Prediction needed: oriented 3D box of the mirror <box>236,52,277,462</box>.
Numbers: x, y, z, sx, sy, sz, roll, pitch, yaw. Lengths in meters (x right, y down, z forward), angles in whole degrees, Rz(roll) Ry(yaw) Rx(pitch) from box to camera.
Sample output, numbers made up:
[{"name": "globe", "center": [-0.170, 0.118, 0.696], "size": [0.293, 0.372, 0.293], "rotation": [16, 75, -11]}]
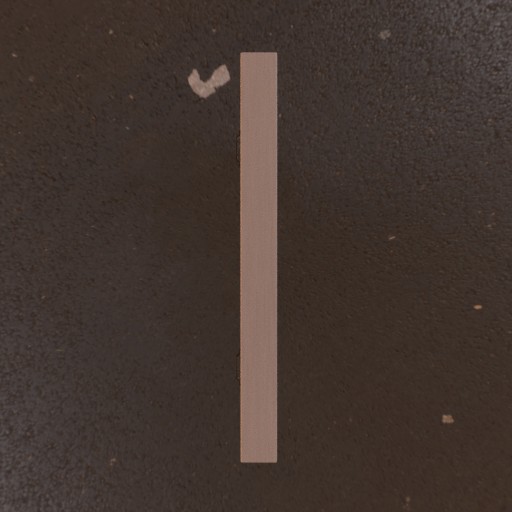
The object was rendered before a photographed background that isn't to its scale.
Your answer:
[{"name": "mirror", "center": [0.000, 0.000, 0.691], "size": [0.041, 0.508, 0.405], "rotation": [0, 91, 0]}]
